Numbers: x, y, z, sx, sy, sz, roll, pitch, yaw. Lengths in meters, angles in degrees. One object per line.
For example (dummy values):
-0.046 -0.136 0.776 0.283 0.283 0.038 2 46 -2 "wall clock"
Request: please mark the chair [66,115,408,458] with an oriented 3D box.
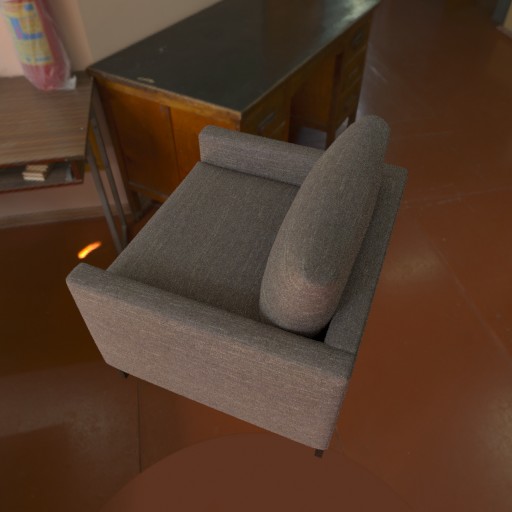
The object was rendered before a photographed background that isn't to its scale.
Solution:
0.000 0.000 1.570 0.845 0.841 0.940 16 49 15 "chair"
